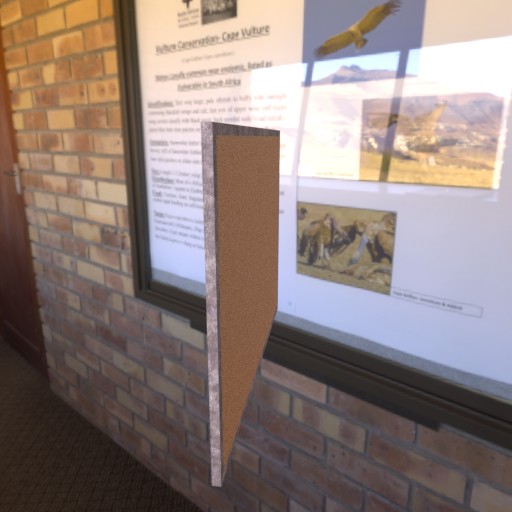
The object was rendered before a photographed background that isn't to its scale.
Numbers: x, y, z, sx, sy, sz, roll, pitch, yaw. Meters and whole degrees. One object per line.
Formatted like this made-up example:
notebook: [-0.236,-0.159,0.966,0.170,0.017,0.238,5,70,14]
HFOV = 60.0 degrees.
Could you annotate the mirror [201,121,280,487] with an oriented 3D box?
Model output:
mirror: [0.000,0.000,1.432,0.022,0.795,1.101,2,15,9]
